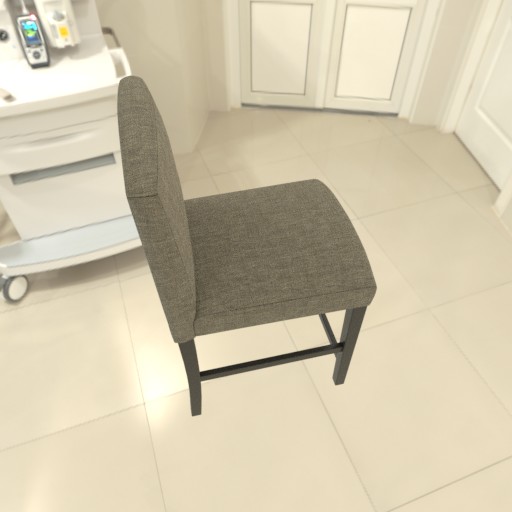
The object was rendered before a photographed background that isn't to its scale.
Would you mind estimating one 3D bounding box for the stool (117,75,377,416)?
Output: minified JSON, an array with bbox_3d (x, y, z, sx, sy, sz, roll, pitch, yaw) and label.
[{"bbox_3d":[0.000,0.000,1.250,0.552,0.966,0.451,-10,48,-9],"label":"stool"}]
